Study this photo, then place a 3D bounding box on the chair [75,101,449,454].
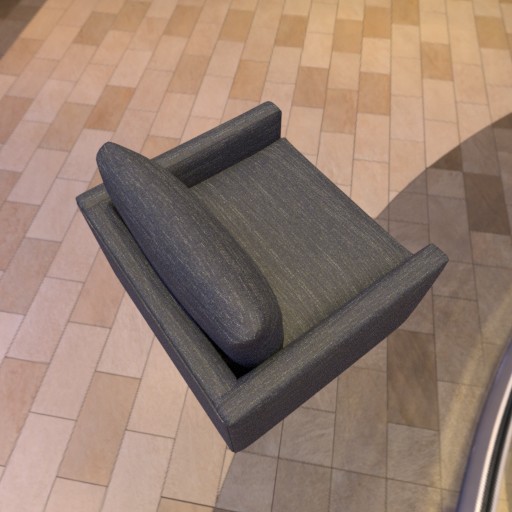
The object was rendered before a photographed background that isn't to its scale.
[{"bbox_3d":[0.000,0.000,1.607,0.866,0.861,0.963,-32,63,-18],"label":"chair"}]
